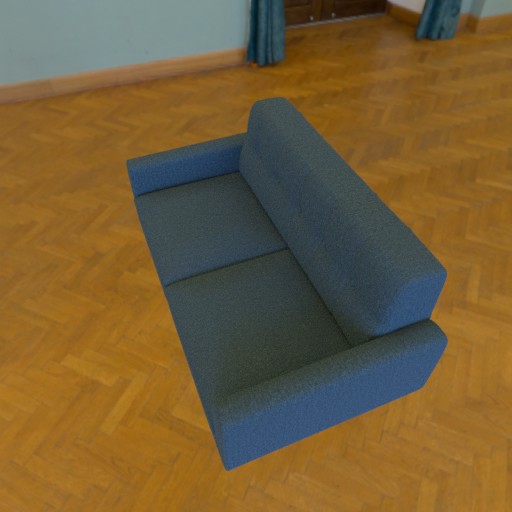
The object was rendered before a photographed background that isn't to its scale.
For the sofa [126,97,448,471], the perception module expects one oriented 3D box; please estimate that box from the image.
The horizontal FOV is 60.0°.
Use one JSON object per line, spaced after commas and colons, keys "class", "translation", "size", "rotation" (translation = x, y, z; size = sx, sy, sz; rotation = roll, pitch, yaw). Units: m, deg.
{"class": "sofa", "translation": [0.000, 0.000, 2.187], "size": [0.942, 0.896, 1.651], "rotation": [-17, 49, -15]}
